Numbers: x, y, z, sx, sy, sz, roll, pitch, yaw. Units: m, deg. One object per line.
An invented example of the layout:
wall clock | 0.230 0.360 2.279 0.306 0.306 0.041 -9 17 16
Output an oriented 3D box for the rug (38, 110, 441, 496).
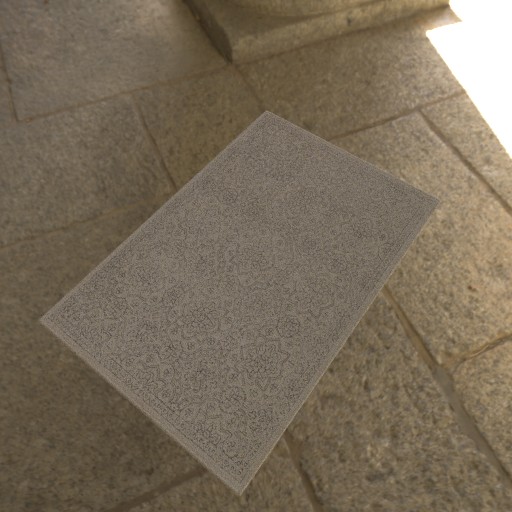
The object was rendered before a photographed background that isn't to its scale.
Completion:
rug | 0.000 0.000 2.864 1.524 0.011 2.286 33 64 18
